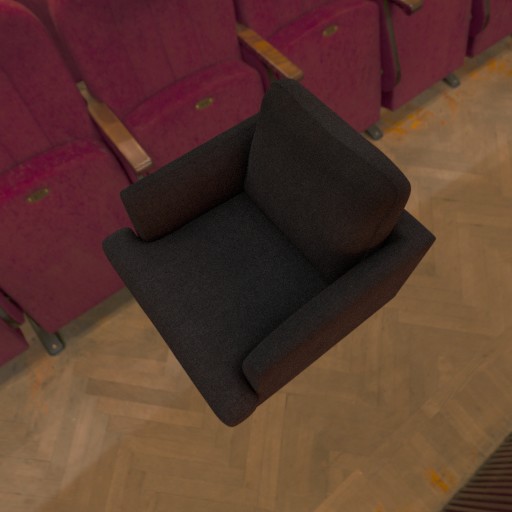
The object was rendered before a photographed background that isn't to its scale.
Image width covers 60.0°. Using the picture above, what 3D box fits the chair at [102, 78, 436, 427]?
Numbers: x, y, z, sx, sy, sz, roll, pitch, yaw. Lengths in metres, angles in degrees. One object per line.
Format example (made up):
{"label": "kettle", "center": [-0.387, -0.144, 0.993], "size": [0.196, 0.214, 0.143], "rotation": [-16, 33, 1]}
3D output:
{"label": "chair", "center": [0.000, 0.000, 1.675], "size": [0.899, 0.957, 0.858], "rotation": [-34, 68, -16]}
